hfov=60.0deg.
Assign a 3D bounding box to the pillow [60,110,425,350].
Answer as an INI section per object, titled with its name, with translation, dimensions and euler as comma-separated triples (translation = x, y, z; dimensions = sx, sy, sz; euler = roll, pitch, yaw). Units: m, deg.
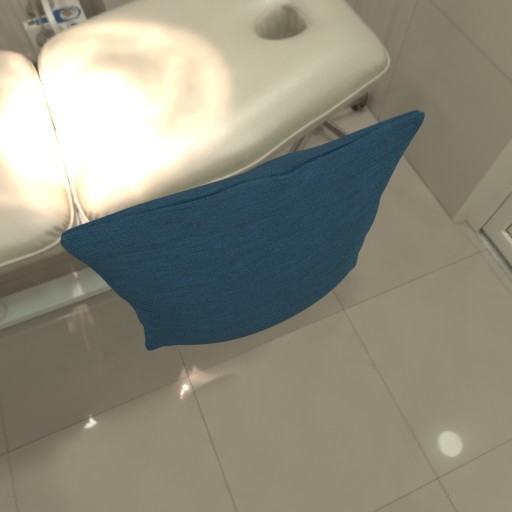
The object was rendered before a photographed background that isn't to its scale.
[pillow]
translation = 0.000, 0.000, 0.669
dimensions = 0.437, 0.420, 0.177
euler = -21, 64, -11
